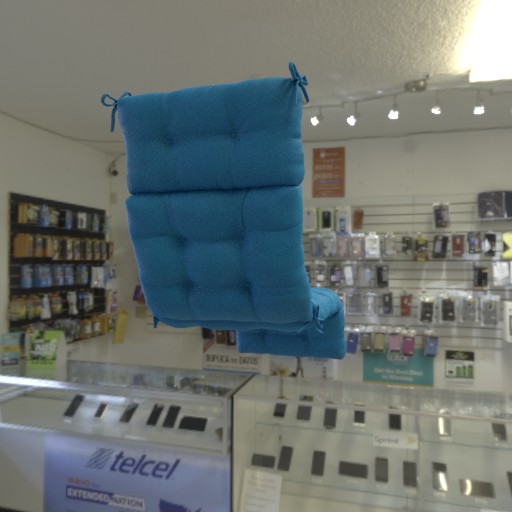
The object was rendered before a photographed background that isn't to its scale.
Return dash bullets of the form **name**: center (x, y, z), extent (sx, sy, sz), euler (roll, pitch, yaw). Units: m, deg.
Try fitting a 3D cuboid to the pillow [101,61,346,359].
- **pillow**: center (0.000, 0.000, 1.508), extent (0.526, 0.863, 1.016), euler (0, -1, 18)
